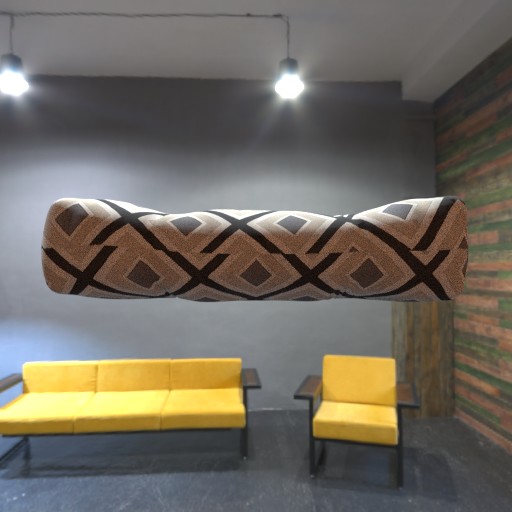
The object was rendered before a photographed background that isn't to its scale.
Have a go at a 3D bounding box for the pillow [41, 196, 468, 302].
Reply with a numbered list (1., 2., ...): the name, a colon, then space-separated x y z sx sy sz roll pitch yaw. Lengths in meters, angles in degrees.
1. pillow: 0.000 0.000 0.709 0.490 0.128 0.468 0 -2 -1
